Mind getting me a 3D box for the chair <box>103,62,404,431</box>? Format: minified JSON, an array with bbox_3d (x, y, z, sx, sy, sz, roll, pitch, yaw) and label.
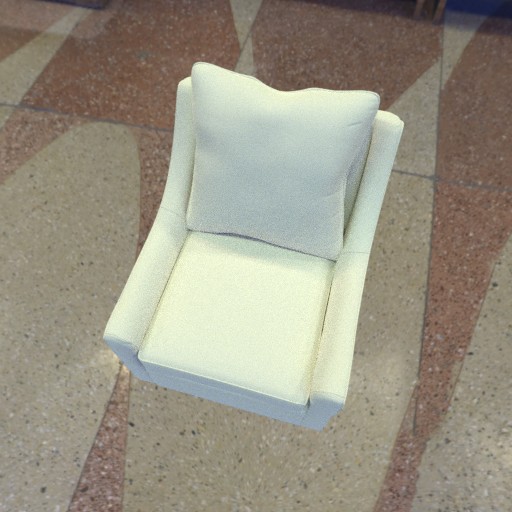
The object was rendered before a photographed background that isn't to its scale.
[{"bbox_3d":[0.000,0.000,1.536,0.756,0.965,0.876,13,61,8],"label":"chair"}]
